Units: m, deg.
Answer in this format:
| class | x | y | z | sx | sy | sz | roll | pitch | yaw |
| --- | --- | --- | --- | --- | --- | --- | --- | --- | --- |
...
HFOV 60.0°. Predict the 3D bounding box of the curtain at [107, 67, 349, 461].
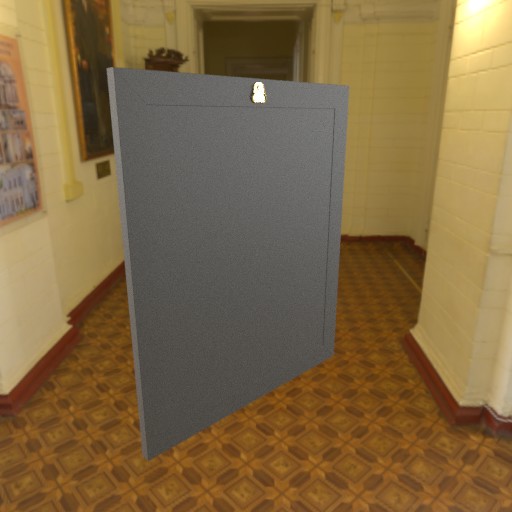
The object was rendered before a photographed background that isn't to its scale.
| class | x | y | z | sx | sy | sz | roll | pitch | yaw |
| --- | --- | --- | --- | --- | --- | --- | --- | --- | --- |
| curtain | 0.000 | 0.000 | 0.786 | 0.483 | 0.585 | 0.027 | -16 | 23 | -41 |
